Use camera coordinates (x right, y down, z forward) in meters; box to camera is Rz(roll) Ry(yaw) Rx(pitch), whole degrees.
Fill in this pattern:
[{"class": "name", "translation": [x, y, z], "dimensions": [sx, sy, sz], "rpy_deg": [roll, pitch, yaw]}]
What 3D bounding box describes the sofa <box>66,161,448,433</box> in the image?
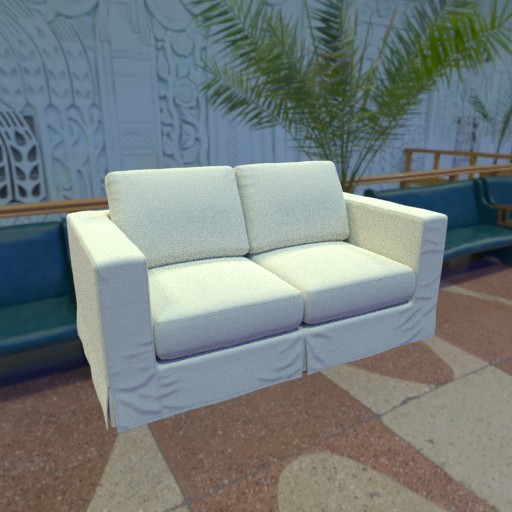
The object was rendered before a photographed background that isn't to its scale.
[{"class": "sofa", "translation": [0.000, 0.000, 2.410], "dimensions": [1.813, 0.932, 1.009], "rpy_deg": [-9, 19, -26]}]
